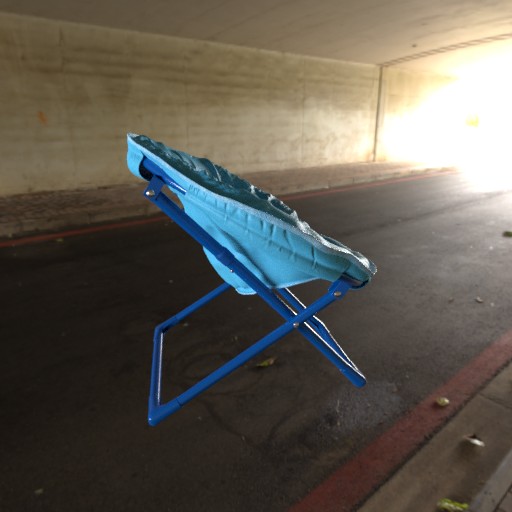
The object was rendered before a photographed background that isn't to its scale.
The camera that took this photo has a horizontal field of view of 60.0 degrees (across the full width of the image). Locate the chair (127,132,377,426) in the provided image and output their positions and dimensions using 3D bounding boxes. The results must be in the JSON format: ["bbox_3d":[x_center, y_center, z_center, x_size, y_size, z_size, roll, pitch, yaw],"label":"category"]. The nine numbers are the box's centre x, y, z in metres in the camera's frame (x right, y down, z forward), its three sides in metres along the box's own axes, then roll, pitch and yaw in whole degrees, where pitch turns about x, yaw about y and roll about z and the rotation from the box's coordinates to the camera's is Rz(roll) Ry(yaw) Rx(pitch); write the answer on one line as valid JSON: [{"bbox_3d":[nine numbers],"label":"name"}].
[{"bbox_3d":[0.000,0.000,0.886,0.465,0.478,0.520,-3,17,-10],"label":"chair"}]
